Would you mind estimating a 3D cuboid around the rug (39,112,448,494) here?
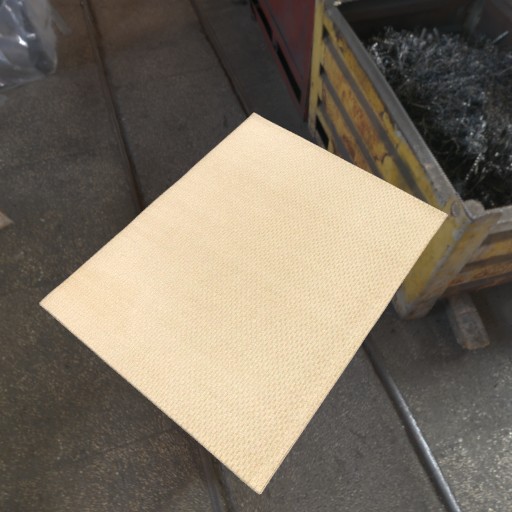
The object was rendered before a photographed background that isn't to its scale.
[{"bbox_3d":[0.000,0.000,3.866,2.277,0.035,2.897,33,64,19],"label":"rug"}]
